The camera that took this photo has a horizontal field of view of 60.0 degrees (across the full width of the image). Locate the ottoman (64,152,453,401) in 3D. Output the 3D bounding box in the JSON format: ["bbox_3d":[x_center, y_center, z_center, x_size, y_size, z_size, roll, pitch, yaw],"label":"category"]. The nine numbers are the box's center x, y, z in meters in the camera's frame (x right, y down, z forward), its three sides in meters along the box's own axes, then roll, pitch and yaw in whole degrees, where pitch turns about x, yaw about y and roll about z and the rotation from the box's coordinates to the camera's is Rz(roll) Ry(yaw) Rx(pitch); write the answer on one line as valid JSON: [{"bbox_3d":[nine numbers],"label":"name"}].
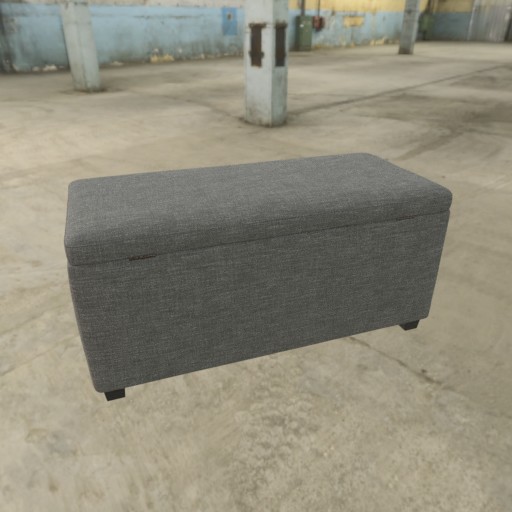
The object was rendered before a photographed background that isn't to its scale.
[{"bbox_3d":[0.000,0.000,1.184,0.902,0.432,0.419,-9,29,-17],"label":"ottoman"}]
